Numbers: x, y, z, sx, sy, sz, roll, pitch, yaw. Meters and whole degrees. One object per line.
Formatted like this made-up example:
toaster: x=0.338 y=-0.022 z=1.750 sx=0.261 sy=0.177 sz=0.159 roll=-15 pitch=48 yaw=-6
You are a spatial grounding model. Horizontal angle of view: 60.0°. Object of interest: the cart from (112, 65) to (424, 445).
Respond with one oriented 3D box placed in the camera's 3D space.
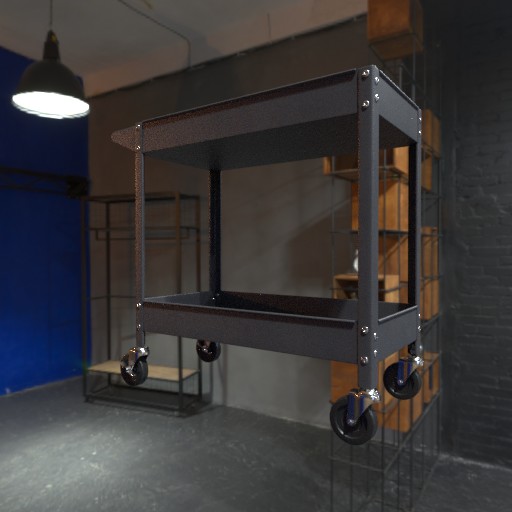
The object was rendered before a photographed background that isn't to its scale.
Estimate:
cart: x=0.000 y=0.000 z=1.173 sx=0.779 sy=0.719 sz=0.366 roll=1 pitch=1 yaw=35
